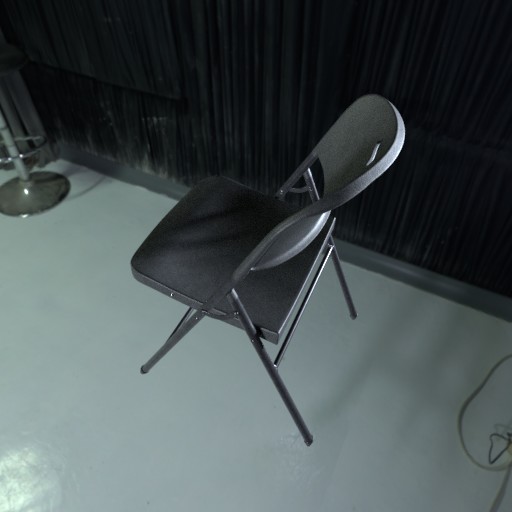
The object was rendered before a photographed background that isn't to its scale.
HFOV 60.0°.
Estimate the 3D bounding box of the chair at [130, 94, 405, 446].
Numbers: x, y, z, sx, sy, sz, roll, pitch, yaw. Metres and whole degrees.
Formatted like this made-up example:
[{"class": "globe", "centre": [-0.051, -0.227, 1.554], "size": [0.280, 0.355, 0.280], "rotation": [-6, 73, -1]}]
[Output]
[{"class": "chair", "centre": [0.000, 0.000, 1.150], "size": [0.566, 0.810, 0.494], "rotation": [18, 48, 17]}]
